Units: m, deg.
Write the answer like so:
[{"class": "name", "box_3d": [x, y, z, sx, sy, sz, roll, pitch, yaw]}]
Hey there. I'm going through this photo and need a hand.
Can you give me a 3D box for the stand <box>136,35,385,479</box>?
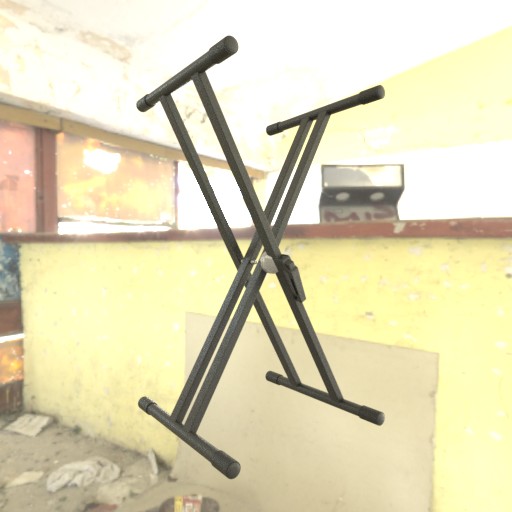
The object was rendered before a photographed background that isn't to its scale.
[{"class": "stand", "box_3d": [0.000, 0.000, 1.231, 0.503, 0.900, 0.495, -1, 1, -36]}]
